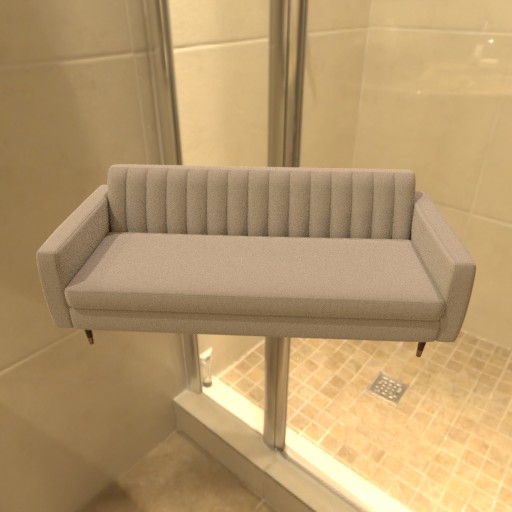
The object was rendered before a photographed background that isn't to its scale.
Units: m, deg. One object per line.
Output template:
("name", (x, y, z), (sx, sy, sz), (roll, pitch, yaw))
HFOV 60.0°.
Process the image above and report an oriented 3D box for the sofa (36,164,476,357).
("sofa", (0.000, 0.000, 2.726), (2.291, 0.821, 0.990), (2, 30, 3))
